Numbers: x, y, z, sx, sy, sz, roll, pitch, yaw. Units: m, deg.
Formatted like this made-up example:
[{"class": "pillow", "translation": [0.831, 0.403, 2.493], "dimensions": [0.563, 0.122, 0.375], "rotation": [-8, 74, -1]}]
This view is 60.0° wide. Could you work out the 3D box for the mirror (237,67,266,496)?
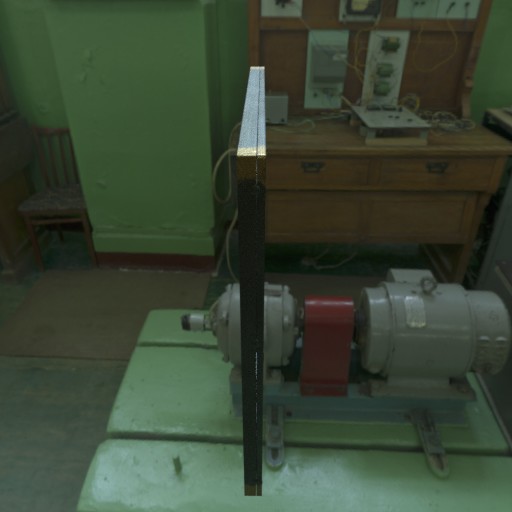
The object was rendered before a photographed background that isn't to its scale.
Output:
[{"class": "mirror", "translation": [0.000, 0.000, 0.547], "dimensions": [0.020, 0.381, 0.382], "rotation": [0, 31, 1]}]
